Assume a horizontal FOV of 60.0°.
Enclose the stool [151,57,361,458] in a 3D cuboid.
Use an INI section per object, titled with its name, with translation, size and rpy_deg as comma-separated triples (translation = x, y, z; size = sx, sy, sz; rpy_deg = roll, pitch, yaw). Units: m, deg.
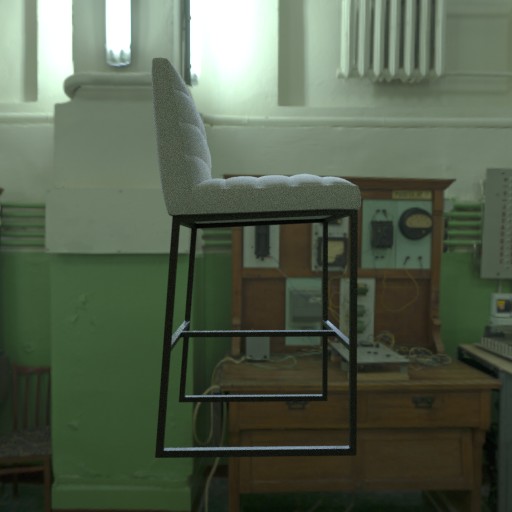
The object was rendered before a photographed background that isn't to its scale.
[stool]
translation = 0.000, 0.000, 1.389
size = 0.573, 1.061, 0.464
rpy_deg = 0, 1, -1
